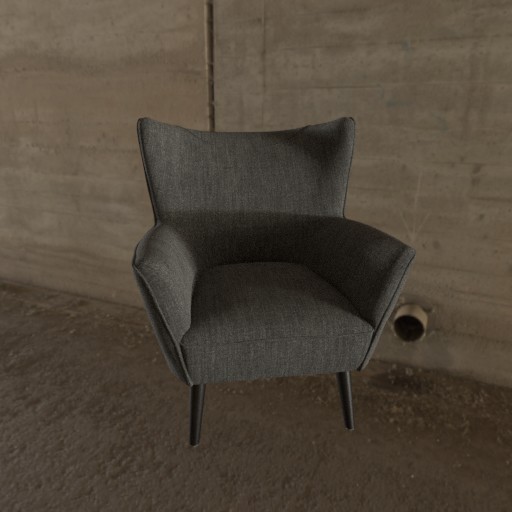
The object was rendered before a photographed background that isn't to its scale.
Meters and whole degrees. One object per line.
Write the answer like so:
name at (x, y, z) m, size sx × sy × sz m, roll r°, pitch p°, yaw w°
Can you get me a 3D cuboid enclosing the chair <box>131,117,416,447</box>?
chair at (0.000, 0.000, 1.563) m, size 0.781 × 0.933 × 0.888 m, roll -3°, pitch 18°, yaw -8°
